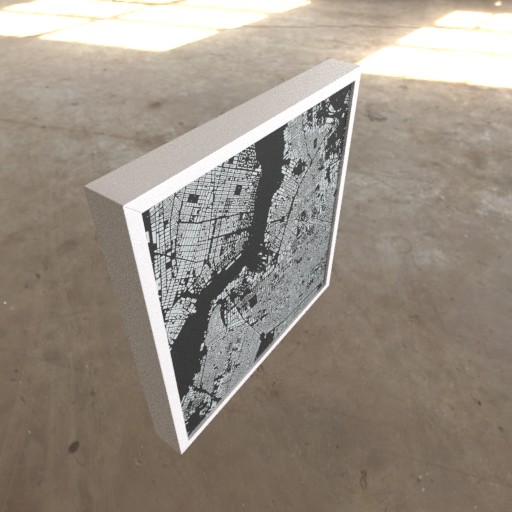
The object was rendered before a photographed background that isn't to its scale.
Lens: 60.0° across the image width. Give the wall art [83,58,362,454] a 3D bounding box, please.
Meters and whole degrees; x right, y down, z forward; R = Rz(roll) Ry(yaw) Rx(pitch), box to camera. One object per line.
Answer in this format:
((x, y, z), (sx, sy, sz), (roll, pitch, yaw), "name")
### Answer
((0.000, 0.000, 0.453), (0.037, 0.305, 0.305), (26, 47, 27), "wall art")
